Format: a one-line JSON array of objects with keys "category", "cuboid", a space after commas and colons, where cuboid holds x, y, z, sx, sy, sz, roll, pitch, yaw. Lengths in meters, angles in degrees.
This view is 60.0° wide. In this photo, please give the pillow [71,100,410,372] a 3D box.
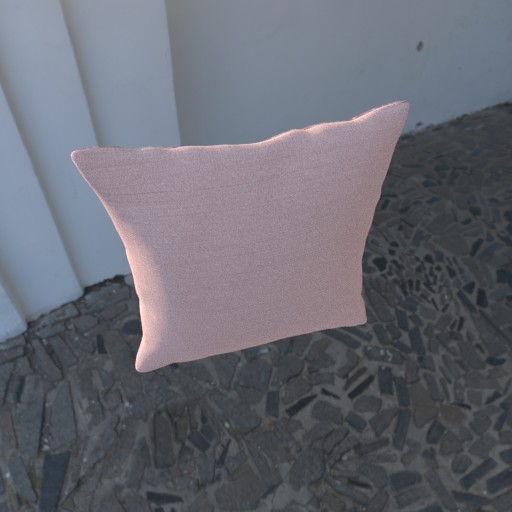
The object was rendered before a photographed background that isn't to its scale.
[{"category": "pillow", "cuboid": [0.000, 0.000, 0.734, 0.470, 0.464, 0.175, -11, 43, -12]}]
